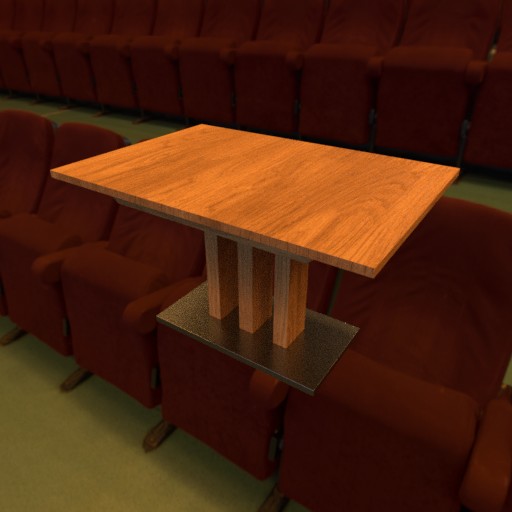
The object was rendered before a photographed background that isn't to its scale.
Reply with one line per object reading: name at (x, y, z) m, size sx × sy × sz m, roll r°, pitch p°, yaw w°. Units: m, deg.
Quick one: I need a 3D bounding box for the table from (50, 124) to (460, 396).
table at (0.000, 0.000, 1.898) m, size 1.300 × 0.770 × 0.900 m, roll 18°, pitch 34°, yaw 29°
